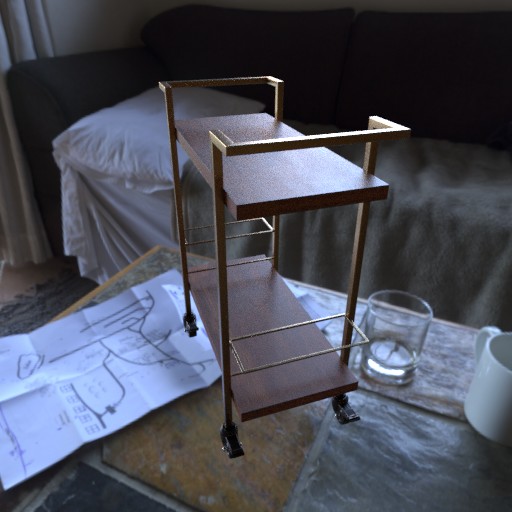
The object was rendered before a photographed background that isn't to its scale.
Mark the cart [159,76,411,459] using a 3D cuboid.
[{"bbox_3d":[0.000,0.000,1.196,0.364,0.807,0.695,-10,31,-17],"label":"cart"}]
